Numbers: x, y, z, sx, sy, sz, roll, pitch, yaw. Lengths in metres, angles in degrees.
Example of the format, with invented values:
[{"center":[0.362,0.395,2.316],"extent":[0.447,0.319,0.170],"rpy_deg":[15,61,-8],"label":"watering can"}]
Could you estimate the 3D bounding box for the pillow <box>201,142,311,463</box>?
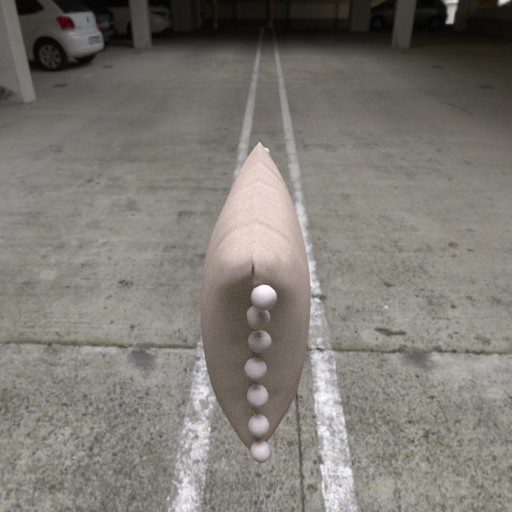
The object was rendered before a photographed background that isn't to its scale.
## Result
[{"center":[0.000,0.000,0.852],"extent":[0.201,0.322,0.709],"rpy_deg":[0,27,1],"label":"pillow"}]
